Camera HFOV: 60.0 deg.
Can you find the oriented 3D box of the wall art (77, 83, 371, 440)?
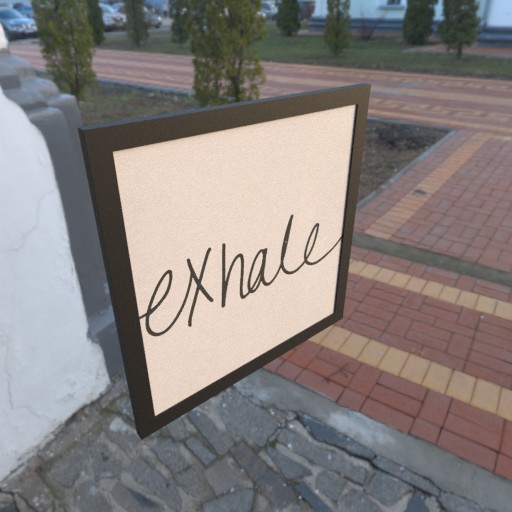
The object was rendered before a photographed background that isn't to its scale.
[{"bbox_3d":[0.000,0.000,0.532,0.358,0.357,0.012,-23,37,-34],"label":"wall art"}]
